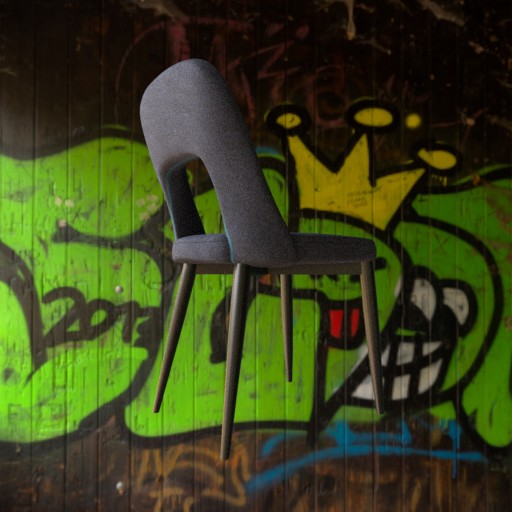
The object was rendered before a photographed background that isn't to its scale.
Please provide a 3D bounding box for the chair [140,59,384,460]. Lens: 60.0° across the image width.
[{"bbox_3d":[0.000,0.000,1.291,0.612,0.931,0.470,0,-1,-35],"label":"chair"}]
